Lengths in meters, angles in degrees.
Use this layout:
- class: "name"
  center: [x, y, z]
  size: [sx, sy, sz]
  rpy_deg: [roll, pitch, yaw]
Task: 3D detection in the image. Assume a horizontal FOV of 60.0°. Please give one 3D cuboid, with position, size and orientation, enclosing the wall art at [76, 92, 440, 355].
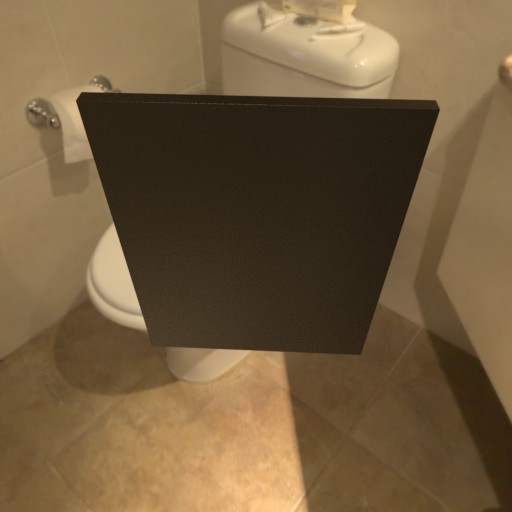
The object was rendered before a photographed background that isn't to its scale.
- class: "wall art"
  center: [0.000, 0.000, 1.601]
  size: [0.950, 1.194, 0.053]
  rpy_deg: [2, 46, 2]
